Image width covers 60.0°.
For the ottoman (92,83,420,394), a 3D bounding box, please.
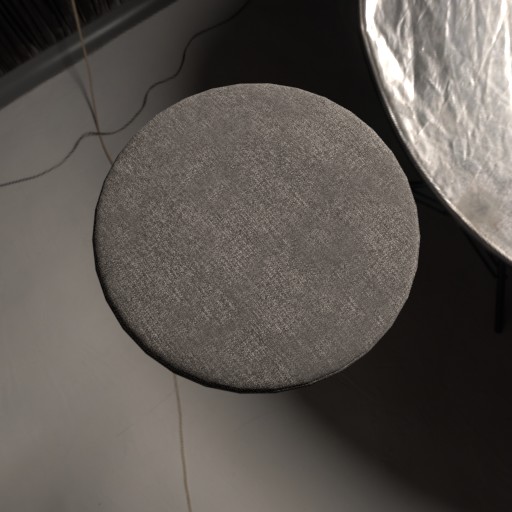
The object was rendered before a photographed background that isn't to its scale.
[{"bbox_3d":[0.000,0.000,0.851,0.500,0.419,0.500,0,74,0],"label":"ottoman"}]
